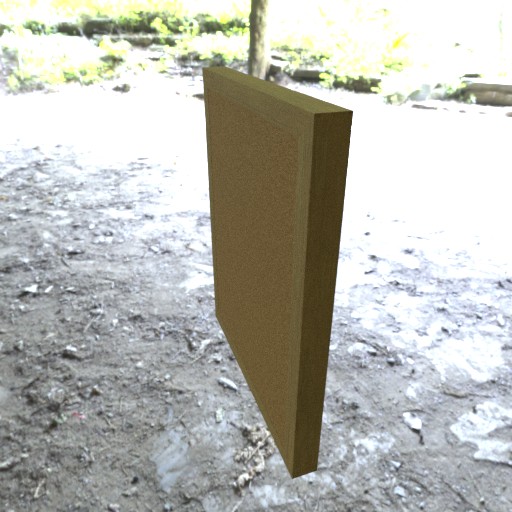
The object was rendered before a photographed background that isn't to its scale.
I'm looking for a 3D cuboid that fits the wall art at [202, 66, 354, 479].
[{"bbox_3d":[0.000,0.000,0.518,0.030,0.380,0.312,-10,30,-17],"label":"wall art"}]
